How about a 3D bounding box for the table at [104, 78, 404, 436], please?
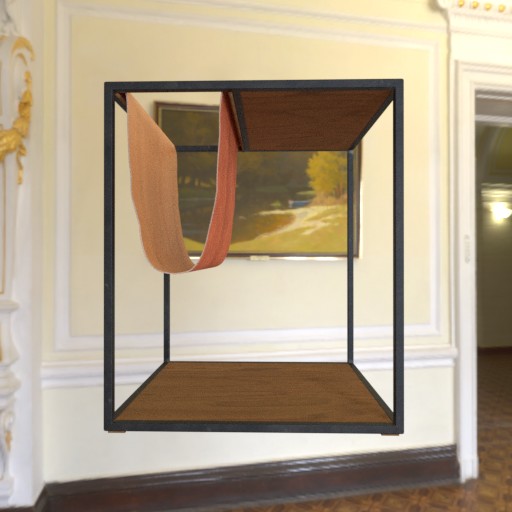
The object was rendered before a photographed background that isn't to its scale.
[{"bbox_3d":[0.000,0.000,0.863,0.450,0.536,0.399,0,0,1],"label":"table"}]
